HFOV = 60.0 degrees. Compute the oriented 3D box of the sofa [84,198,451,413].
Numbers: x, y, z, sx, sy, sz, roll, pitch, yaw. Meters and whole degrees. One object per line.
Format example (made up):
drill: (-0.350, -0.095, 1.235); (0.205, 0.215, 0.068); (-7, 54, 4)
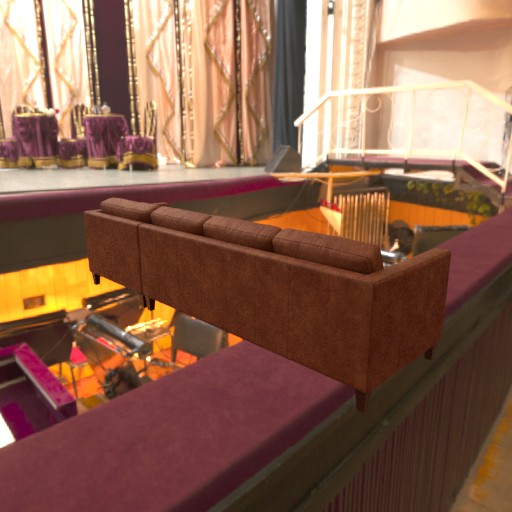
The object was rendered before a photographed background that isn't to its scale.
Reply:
sofa: (0.000, 0.000, 3.850); (3.203, 0.883, 1.581); (14, 20, 43)
